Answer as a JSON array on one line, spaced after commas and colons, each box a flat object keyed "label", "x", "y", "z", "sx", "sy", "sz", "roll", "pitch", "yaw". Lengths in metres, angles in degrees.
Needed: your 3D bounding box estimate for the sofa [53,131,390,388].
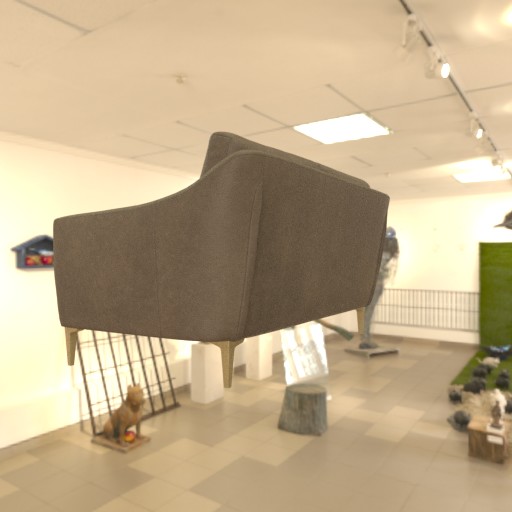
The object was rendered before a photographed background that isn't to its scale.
[{"label": "sofa", "x": 0.000, "y": 0.000, "z": 2.218, "sx": 0.960, "sy": 0.902, "sz": 1.619, "roll": 0, "pitch": 0, "yaw": 34}]
